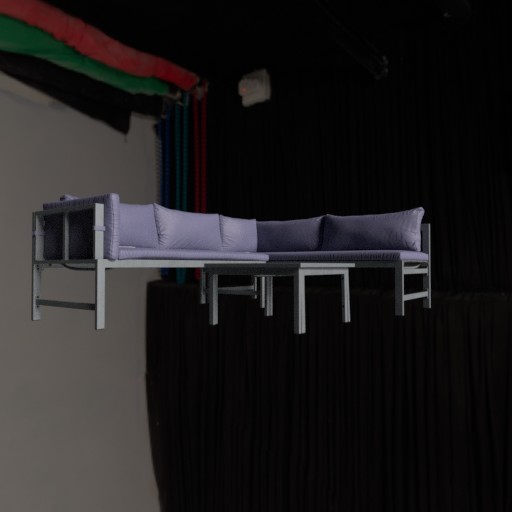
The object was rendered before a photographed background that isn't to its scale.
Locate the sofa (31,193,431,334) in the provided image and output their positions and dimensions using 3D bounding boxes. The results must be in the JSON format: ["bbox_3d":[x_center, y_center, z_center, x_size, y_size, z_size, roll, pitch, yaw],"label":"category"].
[{"bbox_3d":[0.000,0.000,2.932,1.658,0.762,2.149,-1,-2,36],"label":"sofa"}]
